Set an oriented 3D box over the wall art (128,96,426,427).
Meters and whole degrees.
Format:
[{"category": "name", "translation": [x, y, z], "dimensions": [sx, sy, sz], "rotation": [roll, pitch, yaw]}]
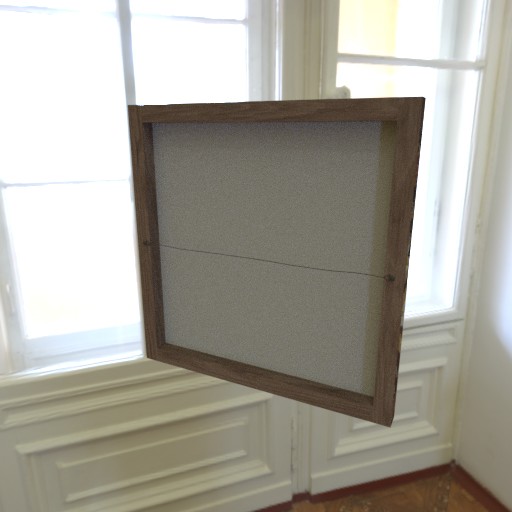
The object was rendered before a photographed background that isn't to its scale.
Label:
[{"category": "wall art", "translation": [0.000, 0.000, 0.931], "dimensions": [0.609, 0.613, 0.041], "rotation": [8, 18, 26]}]
